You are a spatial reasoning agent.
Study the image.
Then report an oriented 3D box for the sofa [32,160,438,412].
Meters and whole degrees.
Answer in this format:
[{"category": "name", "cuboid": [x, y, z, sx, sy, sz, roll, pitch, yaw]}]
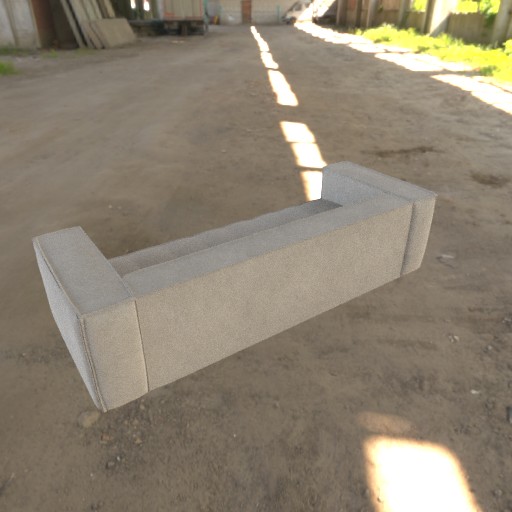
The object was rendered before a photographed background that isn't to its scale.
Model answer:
[{"category": "sofa", "cuboid": [0.000, 0.000, 3.164, 2.697, 0.680, 1.038, -19, 35, -30]}]
